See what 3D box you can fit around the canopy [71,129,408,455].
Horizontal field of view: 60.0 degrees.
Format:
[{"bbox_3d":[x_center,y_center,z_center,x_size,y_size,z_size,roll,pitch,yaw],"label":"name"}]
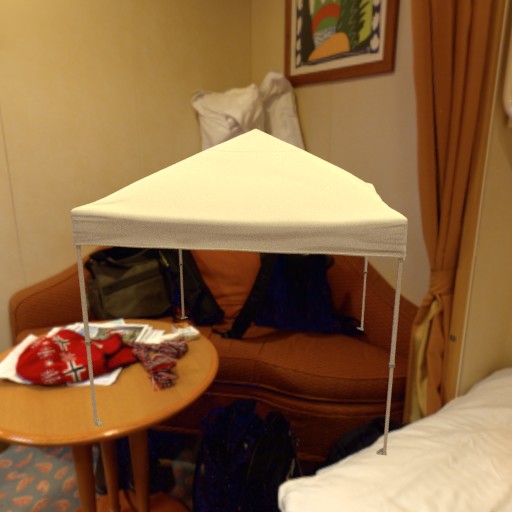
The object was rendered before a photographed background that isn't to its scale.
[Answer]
[{"bbox_3d":[0.000,0.000,5.433,2.998,2.997,2.996,2,15,9],"label":"canopy"}]
